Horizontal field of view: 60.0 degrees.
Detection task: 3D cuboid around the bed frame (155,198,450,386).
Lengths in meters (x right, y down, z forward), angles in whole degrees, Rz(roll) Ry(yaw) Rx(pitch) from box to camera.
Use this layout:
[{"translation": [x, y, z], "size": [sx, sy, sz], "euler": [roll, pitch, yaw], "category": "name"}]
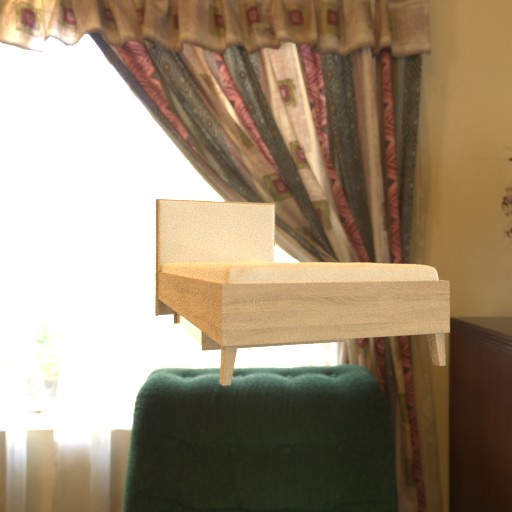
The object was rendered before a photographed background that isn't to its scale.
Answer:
[{"translation": [0.000, 0.000, 2.676], "size": [0.990, 0.920, 2.140], "euler": [0, -1, -18], "category": "bed frame"}]
